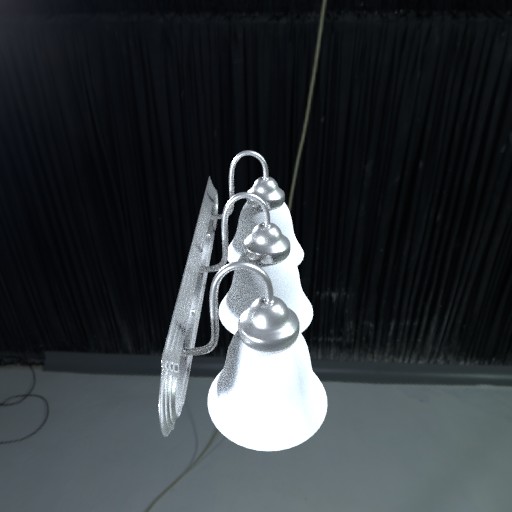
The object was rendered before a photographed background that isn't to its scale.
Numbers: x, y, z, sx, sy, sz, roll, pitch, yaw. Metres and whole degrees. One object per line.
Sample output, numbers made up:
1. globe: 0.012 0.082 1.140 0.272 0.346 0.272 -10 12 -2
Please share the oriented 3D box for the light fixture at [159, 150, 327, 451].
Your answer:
1. light fixture: 0.000 0.000 0.718 0.199 0.222 0.610 0 32 0
